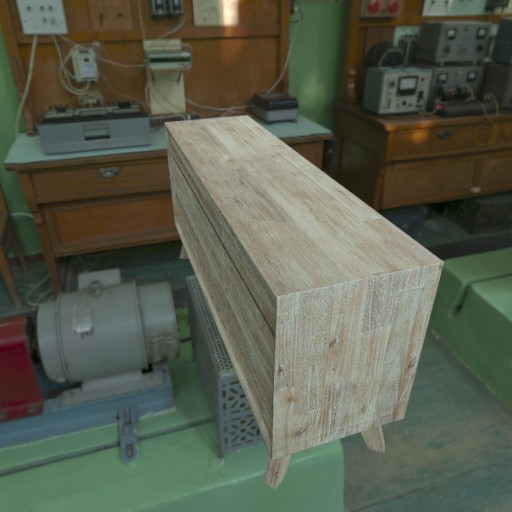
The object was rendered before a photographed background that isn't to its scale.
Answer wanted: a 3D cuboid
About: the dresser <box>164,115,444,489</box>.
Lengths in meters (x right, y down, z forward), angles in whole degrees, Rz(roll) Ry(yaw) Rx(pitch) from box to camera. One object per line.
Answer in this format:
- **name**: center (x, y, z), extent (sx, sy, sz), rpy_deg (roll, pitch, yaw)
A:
- **dresser**: center (0.000, 0.000, 1.908), extent (0.455, 0.788, 1.602), rpy_deg (-10, 33, -16)
